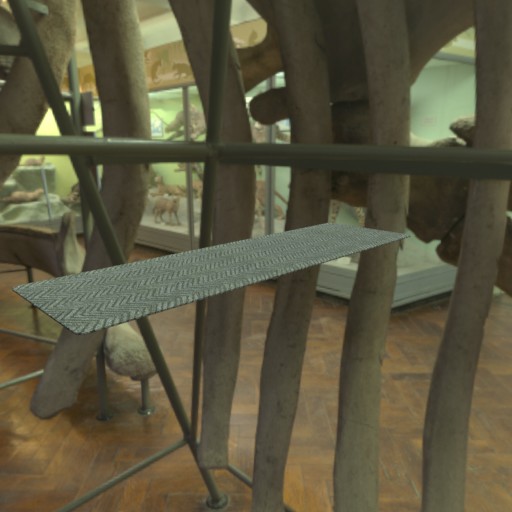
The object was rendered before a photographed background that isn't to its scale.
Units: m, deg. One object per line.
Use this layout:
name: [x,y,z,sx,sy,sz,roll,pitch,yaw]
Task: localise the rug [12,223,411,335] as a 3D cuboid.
rug: [0.000,0.000,2.442,2.286,0.008,0.686,-14,20,-43]
